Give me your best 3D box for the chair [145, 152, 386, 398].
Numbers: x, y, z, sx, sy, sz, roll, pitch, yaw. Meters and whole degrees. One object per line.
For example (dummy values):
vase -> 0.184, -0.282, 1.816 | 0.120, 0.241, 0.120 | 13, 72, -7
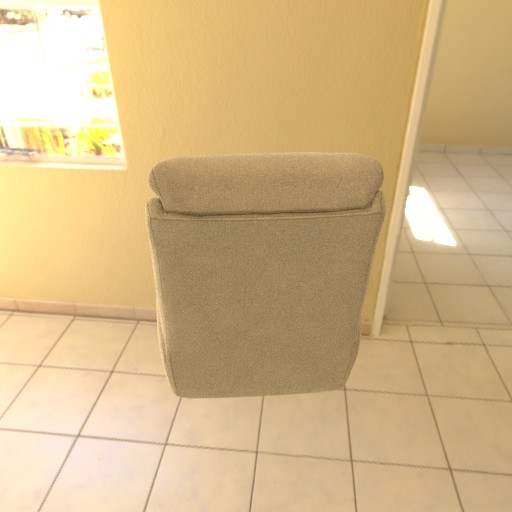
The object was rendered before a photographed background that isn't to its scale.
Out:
chair -> 0.000, 0.000, 1.712 | 0.794, 1.021, 0.940 | -2, 31, -3
